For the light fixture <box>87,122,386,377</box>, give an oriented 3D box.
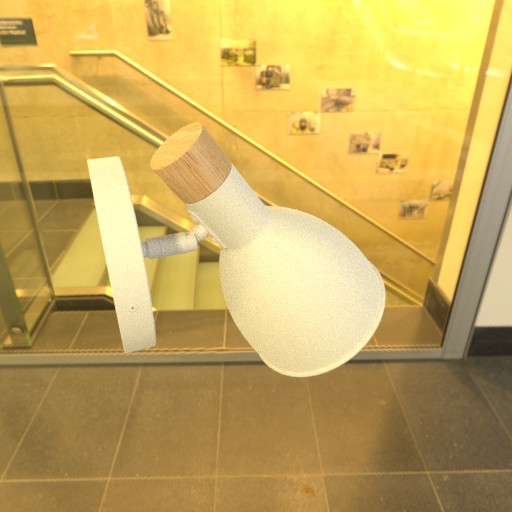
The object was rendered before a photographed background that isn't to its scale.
[{"bbox_3d":[0.000,0.000,0.330,0.209,0.199,0.127,-10,31,-18],"label":"light fixture"}]
